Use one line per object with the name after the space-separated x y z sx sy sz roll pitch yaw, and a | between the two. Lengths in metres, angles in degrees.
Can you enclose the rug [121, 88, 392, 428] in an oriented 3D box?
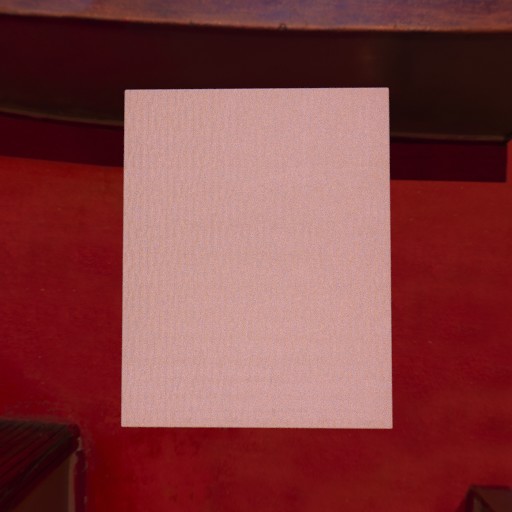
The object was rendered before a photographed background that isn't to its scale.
0.000 0.000 3.996 2.410 0.021 3.055 0 88 1 | rug
